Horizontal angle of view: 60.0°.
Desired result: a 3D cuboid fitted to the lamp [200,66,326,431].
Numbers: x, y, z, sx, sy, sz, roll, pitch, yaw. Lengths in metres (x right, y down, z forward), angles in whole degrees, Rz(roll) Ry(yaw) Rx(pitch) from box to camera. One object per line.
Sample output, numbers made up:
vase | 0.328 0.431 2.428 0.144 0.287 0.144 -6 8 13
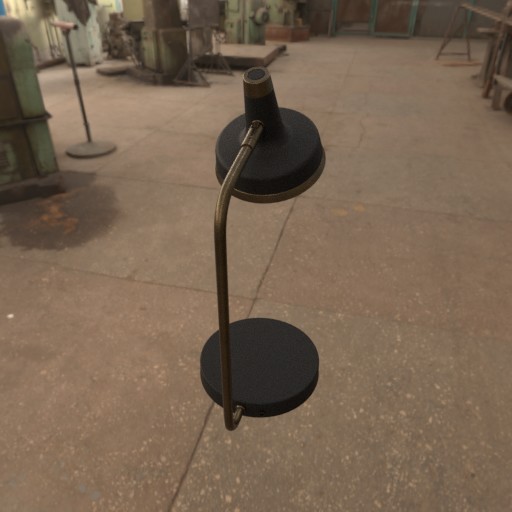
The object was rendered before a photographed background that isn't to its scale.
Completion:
lamp | 0.000 0.000 0.492 0.162 0.385 0.218 9 33 14
